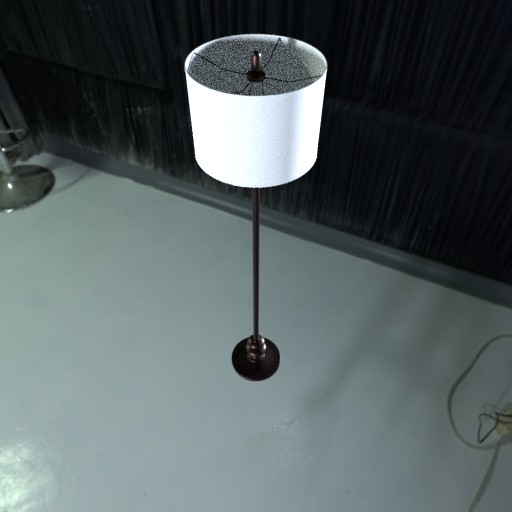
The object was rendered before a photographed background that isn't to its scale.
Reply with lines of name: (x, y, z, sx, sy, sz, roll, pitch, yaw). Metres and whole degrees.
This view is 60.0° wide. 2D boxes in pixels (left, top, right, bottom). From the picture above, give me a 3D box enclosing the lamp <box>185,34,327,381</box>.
lamp: (0.000, 0.000, 1.639, 0.356, 1.487, 0.356, 16, 49, 15)
